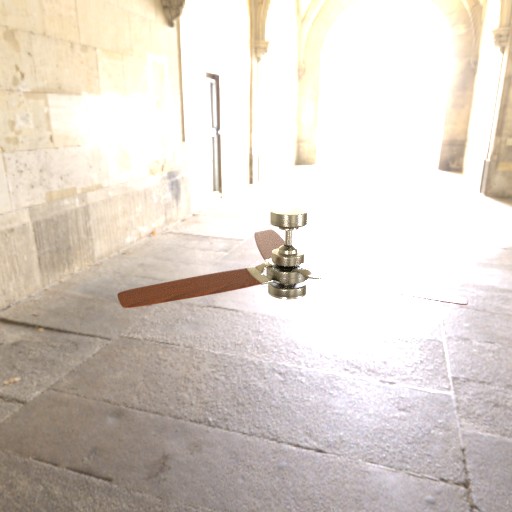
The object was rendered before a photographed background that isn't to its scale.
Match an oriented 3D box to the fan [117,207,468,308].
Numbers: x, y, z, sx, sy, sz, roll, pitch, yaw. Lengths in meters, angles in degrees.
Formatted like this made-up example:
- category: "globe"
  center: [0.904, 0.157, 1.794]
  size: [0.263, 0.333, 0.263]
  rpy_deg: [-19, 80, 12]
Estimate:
- category: "fan"
  center: [0.000, 0.000, 2.059]
  size: [1.271, 0.410, 1.416]
  rpy_deg: [-9, 20, -26]
